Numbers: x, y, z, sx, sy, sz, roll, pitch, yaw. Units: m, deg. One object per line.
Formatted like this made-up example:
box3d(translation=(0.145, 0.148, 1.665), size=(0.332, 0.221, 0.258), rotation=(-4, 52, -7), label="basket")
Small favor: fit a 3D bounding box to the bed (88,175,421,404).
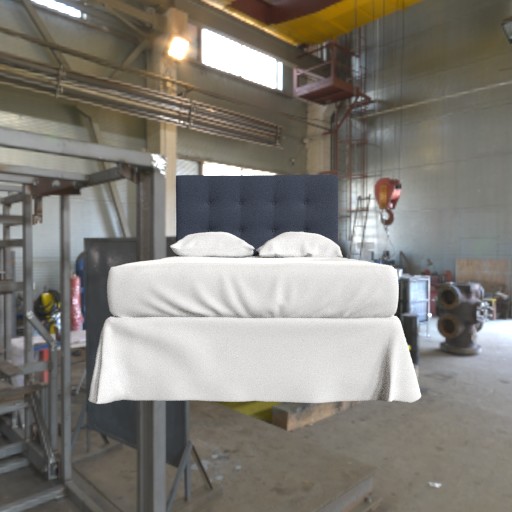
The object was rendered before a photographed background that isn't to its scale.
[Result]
box3d(translation=(0.000, 0.000, 3.462), size=(1.936, 1.577, 2.222), rotation=(0, 1, 1), label="bed")
